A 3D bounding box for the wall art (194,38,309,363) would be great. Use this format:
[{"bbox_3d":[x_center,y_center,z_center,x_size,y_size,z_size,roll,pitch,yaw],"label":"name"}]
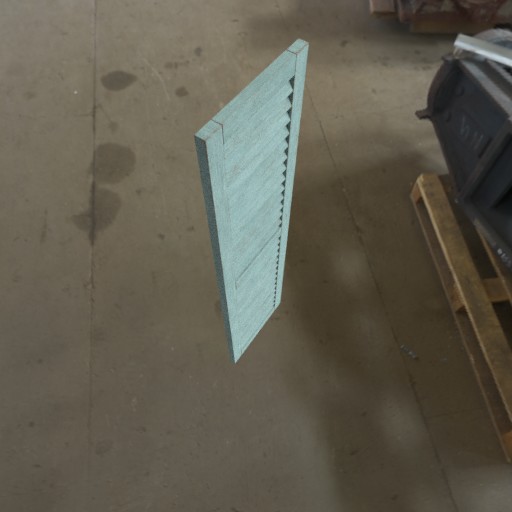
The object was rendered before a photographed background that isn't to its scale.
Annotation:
[{"bbox_3d":[0.000,0.000,1.332,0.025,1.219,0.329,31,64,17],"label":"wall art"}]
